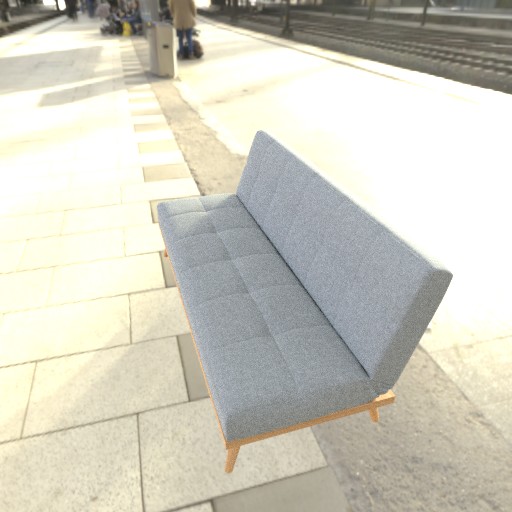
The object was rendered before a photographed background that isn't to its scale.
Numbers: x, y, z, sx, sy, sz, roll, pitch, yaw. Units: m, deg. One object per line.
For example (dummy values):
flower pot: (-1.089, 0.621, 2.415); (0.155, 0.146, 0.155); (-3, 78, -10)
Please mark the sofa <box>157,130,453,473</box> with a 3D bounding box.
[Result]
sofa: (0.000, 0.000, 2.250); (0.800, 0.800, 1.820); (-9, 32, -15)
